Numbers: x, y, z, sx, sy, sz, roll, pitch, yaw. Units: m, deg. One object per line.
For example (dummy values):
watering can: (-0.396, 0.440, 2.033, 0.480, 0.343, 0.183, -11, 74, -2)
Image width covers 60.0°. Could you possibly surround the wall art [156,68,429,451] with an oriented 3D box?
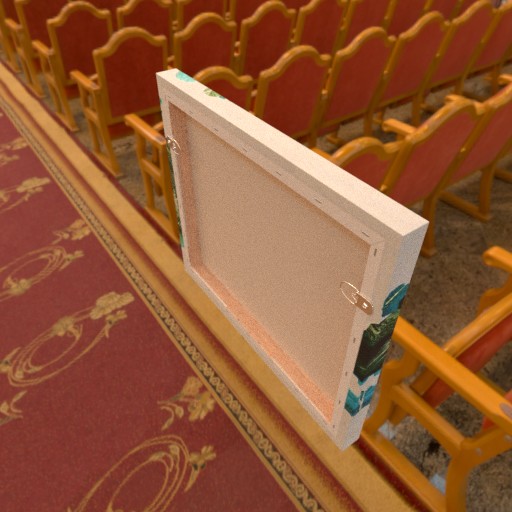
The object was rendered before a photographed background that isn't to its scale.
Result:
wall art: (0.000, 0.000, 0.708, 0.041, 0.435, 0.507, -25, 48, -26)
